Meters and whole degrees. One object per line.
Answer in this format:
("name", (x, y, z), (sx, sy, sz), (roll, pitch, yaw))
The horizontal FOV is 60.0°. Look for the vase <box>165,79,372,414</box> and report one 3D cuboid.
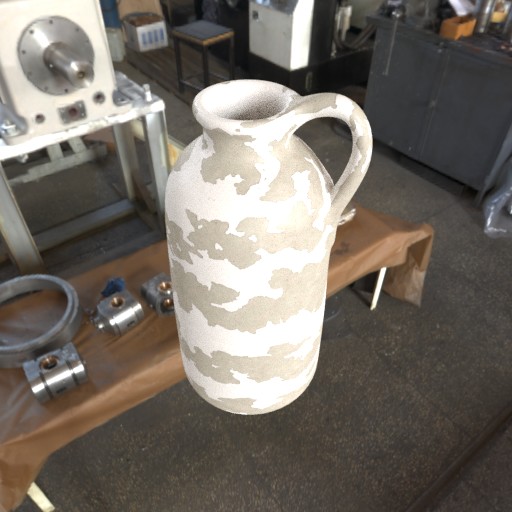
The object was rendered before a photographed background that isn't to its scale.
("vase", (0.000, 0.000, 0.490), (0.203, 0.382, 0.186), (14, 44, 14))
